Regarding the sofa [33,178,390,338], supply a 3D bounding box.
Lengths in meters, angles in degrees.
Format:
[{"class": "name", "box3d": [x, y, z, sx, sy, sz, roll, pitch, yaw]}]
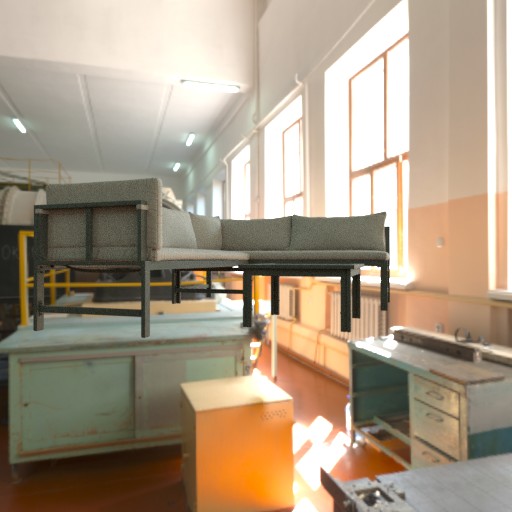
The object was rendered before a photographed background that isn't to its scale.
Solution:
[{"class": "sofa", "box3d": [0.000, 0.000, 2.942, 1.658, 0.758, 2.096, 0, 0, 18]}]
